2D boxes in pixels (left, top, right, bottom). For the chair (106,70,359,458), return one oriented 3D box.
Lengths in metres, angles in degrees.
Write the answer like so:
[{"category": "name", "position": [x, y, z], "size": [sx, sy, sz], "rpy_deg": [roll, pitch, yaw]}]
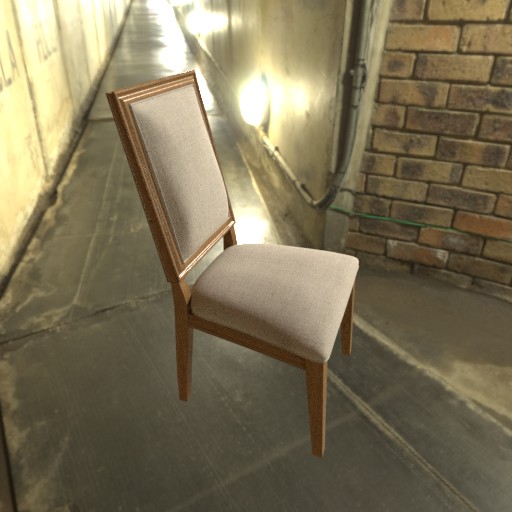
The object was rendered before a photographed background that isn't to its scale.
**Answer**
[{"category": "chair", "position": [0.000, 0.000, 1.357], "size": [0.601, 0.988, 0.536], "rpy_deg": [10, 31, 18]}]
